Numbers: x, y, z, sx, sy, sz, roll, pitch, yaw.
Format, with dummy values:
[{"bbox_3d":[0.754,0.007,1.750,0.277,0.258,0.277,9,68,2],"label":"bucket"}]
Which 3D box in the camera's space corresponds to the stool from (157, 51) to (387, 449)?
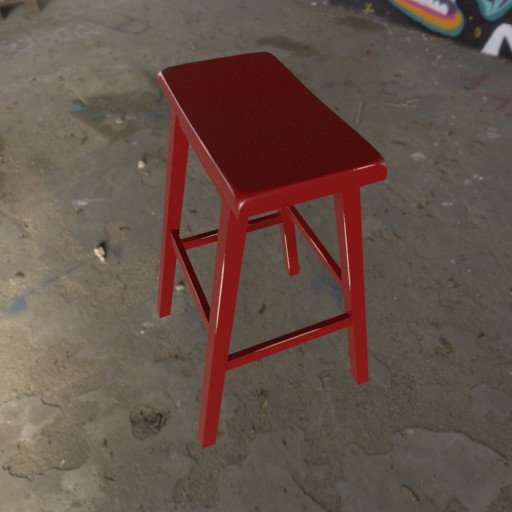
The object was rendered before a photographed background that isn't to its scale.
[{"bbox_3d":[0.000,0.000,1.026,0.476,0.737,0.457,-17,48,-15],"label":"stool"}]
